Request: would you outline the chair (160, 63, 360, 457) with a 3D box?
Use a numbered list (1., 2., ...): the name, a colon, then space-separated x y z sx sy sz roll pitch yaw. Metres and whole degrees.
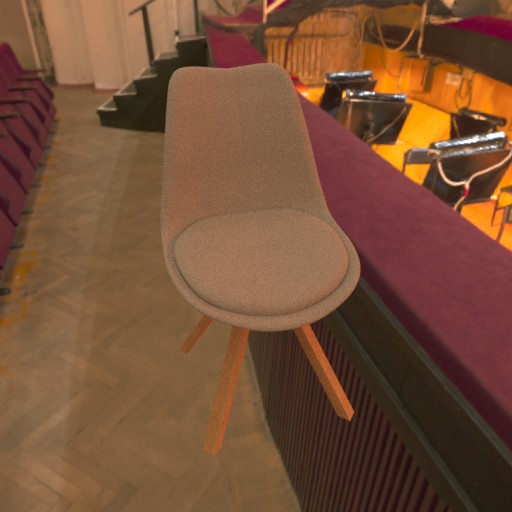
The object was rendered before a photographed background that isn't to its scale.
1. chair: 0.000 0.000 1.171 0.474 0.863 0.549 -9 33 -14
